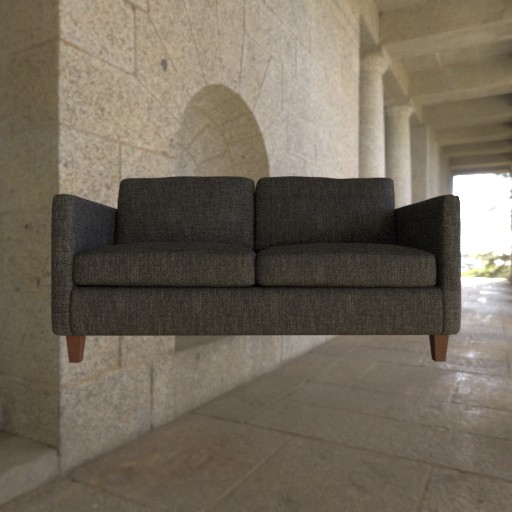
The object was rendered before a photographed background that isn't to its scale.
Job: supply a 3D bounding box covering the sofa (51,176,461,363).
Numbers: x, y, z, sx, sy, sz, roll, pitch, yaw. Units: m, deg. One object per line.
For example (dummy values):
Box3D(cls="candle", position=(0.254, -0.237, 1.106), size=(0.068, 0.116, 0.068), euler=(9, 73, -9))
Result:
Box3D(cls="sofa", position=(0.000, 0.000, 2.445), size=(1.884, 0.963, 0.950), euler=(0, 1, -1))
